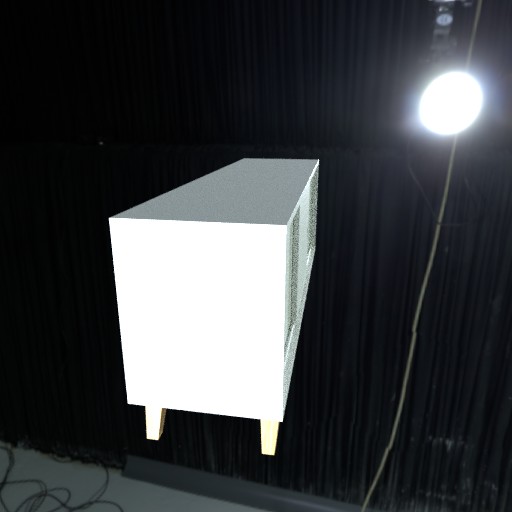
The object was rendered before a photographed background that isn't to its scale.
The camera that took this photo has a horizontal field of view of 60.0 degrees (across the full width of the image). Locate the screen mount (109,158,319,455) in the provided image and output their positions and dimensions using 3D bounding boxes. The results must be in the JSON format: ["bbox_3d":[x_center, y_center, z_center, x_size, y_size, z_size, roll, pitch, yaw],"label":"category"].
[{"bbox_3d":[0.000,0.000,1.752,0.400,0.619,1.490,3,18,10],"label":"screen mount"}]
